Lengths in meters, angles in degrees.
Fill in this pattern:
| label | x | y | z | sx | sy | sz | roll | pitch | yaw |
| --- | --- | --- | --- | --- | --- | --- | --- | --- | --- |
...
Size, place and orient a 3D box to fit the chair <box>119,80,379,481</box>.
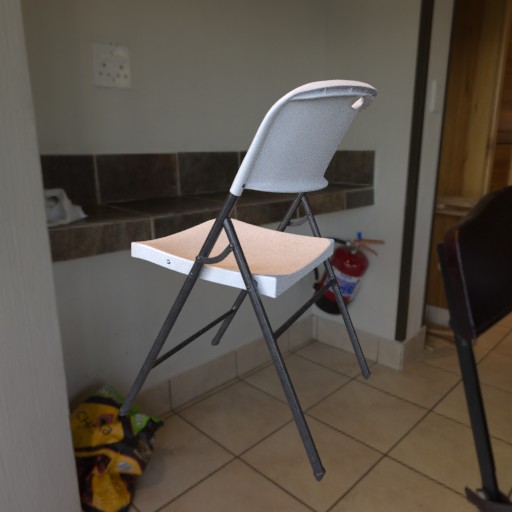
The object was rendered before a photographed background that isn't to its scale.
| label | x | y | z | sx | sy | sz | roll | pitch | yaw |
| --- | --- | --- | --- | --- | --- | --- | --- | --- | --- |
| chair | 0.000 | 0.000 | 1.155 | 0.566 | 0.810 | 0.494 | 7 | 16 | 25 |
